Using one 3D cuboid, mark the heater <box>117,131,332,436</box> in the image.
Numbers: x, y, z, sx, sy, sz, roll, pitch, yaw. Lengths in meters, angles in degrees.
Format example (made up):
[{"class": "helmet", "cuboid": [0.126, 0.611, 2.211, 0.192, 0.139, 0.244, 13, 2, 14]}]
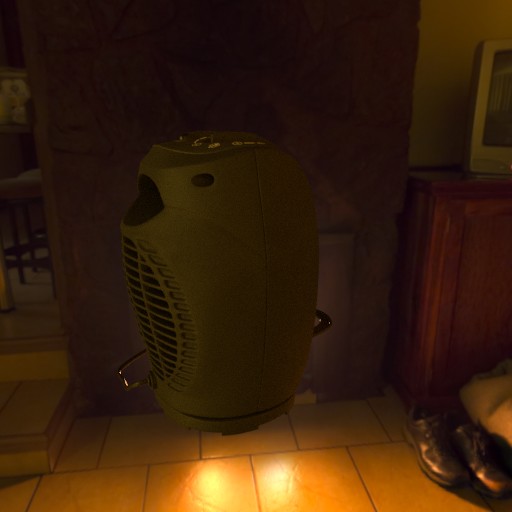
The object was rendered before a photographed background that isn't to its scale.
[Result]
[{"class": "heater", "cuboid": [0.000, 0.000, 0.468, 0.291, 0.255, 0.239, -8, 18, -26]}]
